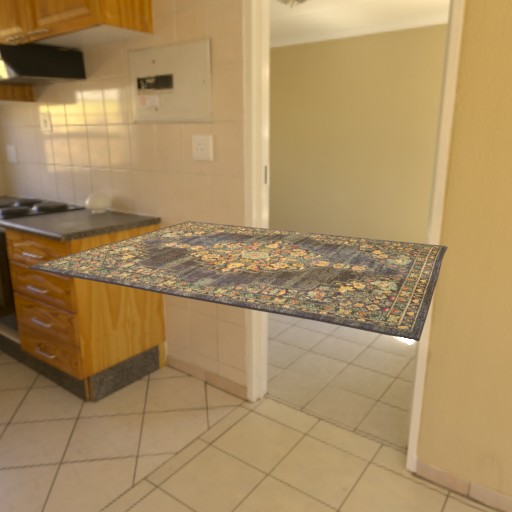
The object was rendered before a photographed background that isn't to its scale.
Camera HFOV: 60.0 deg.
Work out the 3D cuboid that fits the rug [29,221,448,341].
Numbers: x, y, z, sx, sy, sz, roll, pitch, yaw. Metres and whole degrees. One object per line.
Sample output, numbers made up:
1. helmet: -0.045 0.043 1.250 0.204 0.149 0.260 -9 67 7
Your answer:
1. rug: 0.000 0.000 4.717 3.612 0.035 2.716 7 17 25
